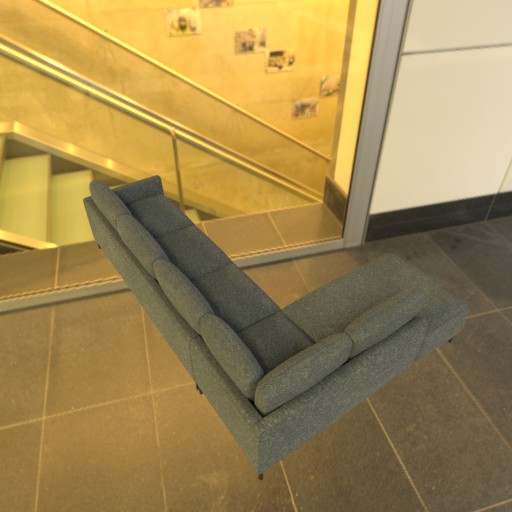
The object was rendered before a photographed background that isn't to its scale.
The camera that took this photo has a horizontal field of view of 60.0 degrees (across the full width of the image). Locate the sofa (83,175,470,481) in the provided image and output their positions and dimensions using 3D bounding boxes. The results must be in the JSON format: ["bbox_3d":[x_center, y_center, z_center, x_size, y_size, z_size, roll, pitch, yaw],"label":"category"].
[{"bbox_3d":[0.000,0.000,3.870,2.007,0.815,2.949,-25,46,-26],"label":"sofa"}]
